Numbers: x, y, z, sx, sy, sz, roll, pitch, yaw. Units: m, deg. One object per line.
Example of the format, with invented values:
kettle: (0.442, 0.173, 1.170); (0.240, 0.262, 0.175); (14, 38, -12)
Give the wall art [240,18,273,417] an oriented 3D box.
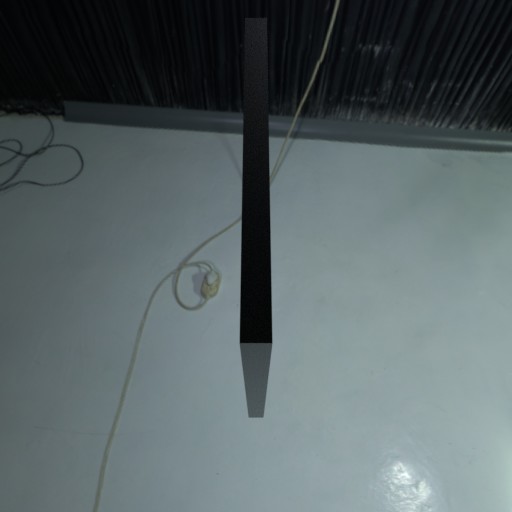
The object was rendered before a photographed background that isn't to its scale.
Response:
wall art: (0.000, 0.000, 0.763); (0.031, 0.558, 0.461); (0, 63, 0)
